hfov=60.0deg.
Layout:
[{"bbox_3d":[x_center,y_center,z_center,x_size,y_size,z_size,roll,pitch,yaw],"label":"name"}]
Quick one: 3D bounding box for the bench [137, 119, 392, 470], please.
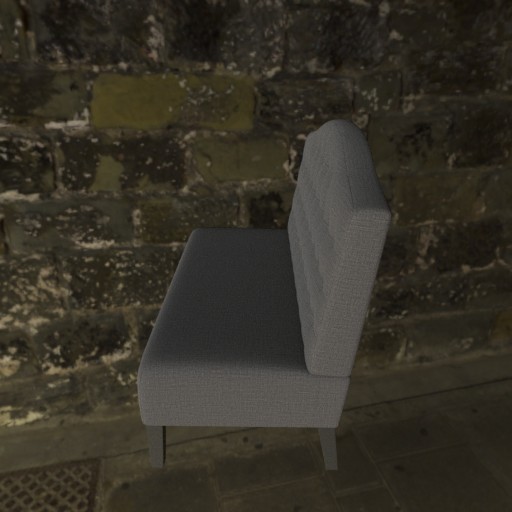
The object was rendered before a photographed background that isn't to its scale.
[{"bbox_3d":[0.000,0.000,2.020,0.815,1.180,1.335,0,25,1],"label":"bench"}]
